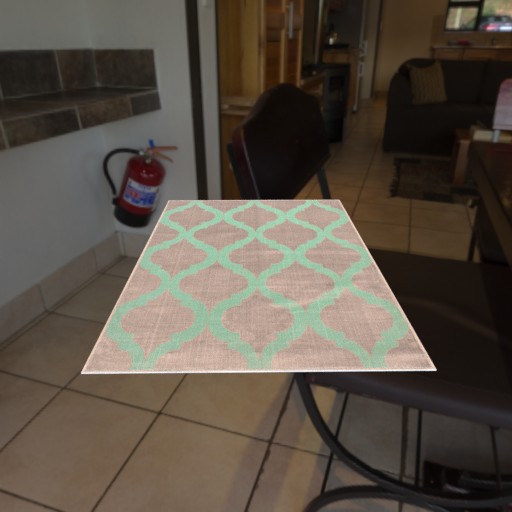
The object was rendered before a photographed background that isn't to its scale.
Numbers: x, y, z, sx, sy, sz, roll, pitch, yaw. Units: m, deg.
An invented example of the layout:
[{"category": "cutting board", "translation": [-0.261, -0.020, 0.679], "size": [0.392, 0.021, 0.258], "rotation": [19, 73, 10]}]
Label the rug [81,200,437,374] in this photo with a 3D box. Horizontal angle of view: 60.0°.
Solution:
[{"category": "rug", "translation": [0.000, 0.000, 2.928], "size": [1.524, 0.006, 2.286], "rotation": [0, 26, -1]}]
